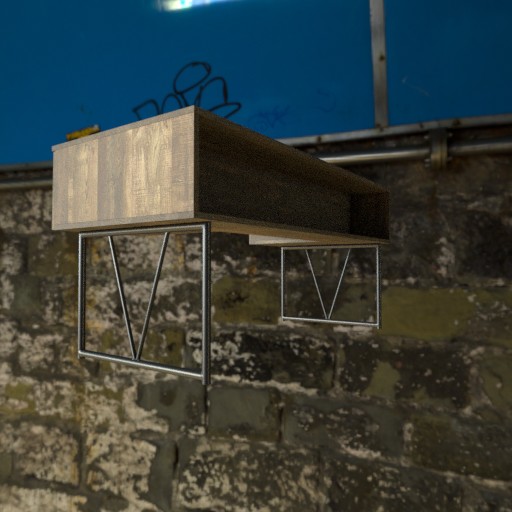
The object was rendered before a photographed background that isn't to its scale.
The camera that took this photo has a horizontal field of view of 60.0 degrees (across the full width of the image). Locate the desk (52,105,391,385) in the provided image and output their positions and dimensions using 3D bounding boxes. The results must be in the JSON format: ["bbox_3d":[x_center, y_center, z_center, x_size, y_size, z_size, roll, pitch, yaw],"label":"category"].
[{"bbox_3d":[0.000,0.000,2.061,0.730,0.780,1.600,-1,-2,36],"label":"desk"}]
